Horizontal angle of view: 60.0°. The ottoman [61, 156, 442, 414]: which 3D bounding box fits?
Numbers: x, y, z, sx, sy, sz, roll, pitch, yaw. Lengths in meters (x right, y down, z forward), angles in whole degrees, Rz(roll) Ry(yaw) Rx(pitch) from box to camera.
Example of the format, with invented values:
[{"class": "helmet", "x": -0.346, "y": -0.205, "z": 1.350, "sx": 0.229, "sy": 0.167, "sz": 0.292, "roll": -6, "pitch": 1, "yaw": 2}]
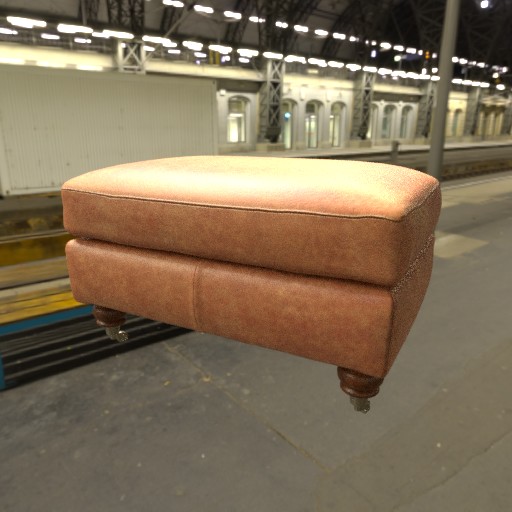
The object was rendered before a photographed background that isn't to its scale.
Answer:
[{"class": "ottoman", "x": 0.000, "y": 0.000, "z": 1.173, "sx": 0.852, "sy": 0.507, "sz": 0.565, "roll": 8, "pitch": 18, "yaw": 27}]
